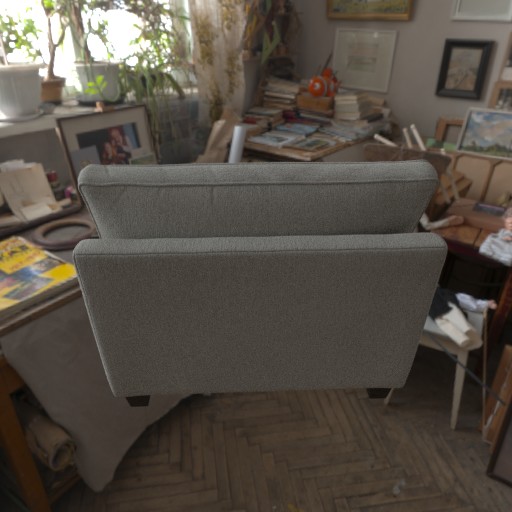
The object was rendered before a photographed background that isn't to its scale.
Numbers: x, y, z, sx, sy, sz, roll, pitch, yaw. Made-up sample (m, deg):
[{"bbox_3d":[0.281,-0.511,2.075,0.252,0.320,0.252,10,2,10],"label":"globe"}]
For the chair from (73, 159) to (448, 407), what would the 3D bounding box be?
[{"bbox_3d":[0.000,0.000,1.971,1.220,1.016,1.041,-1,28,-2],"label":"chair"}]
